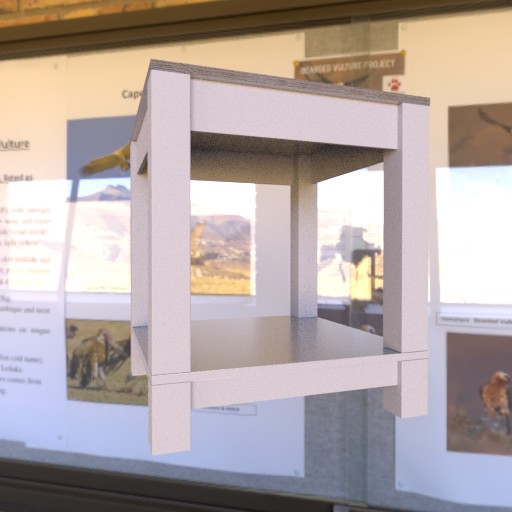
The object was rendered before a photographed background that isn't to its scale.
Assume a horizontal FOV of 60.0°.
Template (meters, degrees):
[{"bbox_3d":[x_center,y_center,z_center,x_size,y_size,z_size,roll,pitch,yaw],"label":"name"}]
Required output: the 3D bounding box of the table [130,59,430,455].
[{"bbox_3d":[0.000,0.000,0.977,0.504,0.587,0.506,0,1,-19],"label":"table"}]
